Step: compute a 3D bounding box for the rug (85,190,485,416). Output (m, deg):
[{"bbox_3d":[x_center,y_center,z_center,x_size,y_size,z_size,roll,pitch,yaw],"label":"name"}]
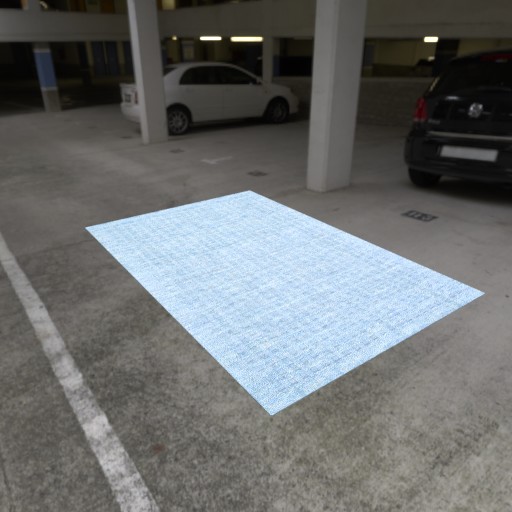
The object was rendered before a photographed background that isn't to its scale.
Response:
[{"bbox_3d":[0.000,0.000,2.917,1.522,0.006,2.286,-18,32,-32],"label":"rug"}]
